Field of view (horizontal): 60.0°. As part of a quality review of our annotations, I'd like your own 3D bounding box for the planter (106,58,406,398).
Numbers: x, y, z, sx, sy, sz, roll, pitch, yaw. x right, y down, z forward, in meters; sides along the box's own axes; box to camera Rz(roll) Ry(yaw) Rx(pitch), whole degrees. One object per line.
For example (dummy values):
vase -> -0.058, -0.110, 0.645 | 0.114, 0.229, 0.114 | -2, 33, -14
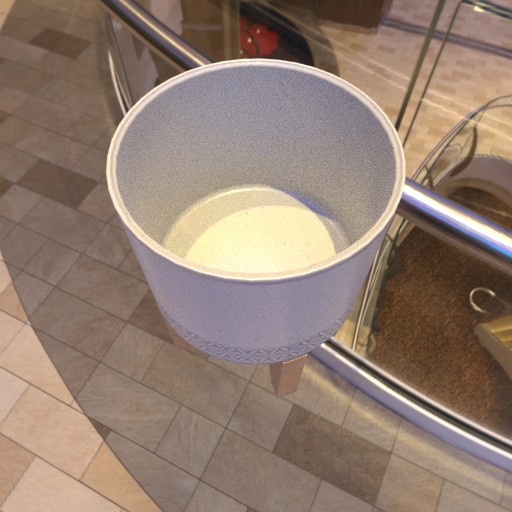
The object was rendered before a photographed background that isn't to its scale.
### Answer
planter -> 0.000, 0.000, 0.270 | 0.130, 0.178, 0.130 | 0, 59, 0
